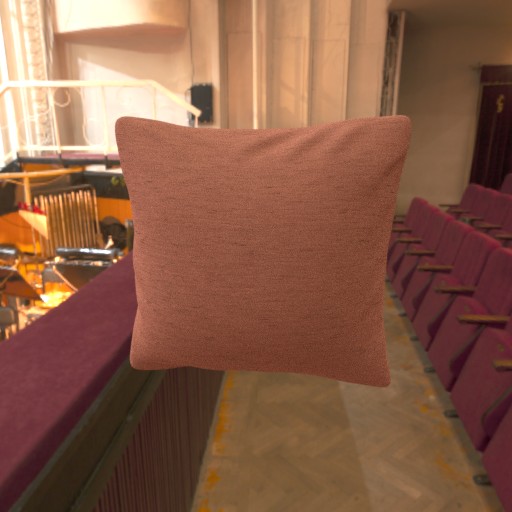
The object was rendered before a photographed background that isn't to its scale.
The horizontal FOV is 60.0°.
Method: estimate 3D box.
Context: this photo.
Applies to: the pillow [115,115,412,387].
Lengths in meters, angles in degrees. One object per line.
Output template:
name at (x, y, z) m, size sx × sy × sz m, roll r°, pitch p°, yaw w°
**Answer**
pillow at (0.000, 0.000, 0.685) m, size 0.432 × 0.415 × 0.246 m, roll 2°, pitch 15°, yaw 8°
